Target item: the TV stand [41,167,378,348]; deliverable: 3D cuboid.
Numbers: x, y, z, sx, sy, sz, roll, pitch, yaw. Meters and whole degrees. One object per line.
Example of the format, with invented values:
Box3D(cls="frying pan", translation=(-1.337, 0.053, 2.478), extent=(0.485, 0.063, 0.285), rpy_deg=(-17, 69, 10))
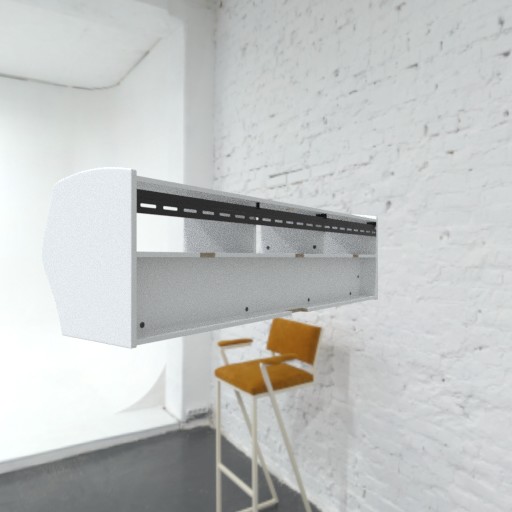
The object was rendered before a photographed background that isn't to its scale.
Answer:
Box3D(cls="TV stand", translation=(0.000, 0.000, 1.708), extent=(0.397, 0.424, 1.473), rpy_deg=(0, 0, 37))
